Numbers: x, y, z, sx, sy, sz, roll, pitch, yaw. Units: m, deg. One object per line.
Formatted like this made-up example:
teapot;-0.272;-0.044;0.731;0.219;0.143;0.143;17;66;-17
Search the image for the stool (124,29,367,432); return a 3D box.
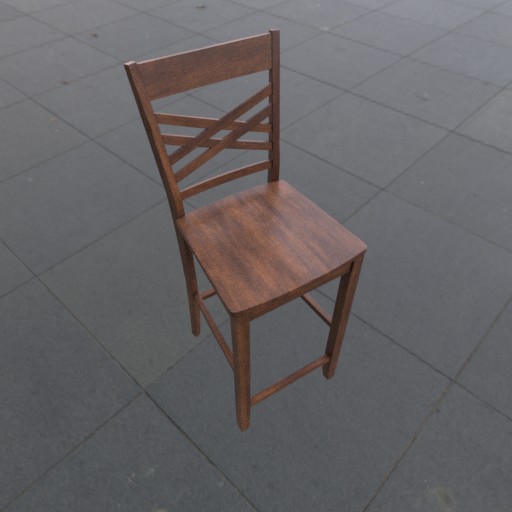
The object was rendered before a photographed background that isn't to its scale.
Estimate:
stool;0.000;0.000;1.353;0.426;1.098;0.504;-24;51;-21
